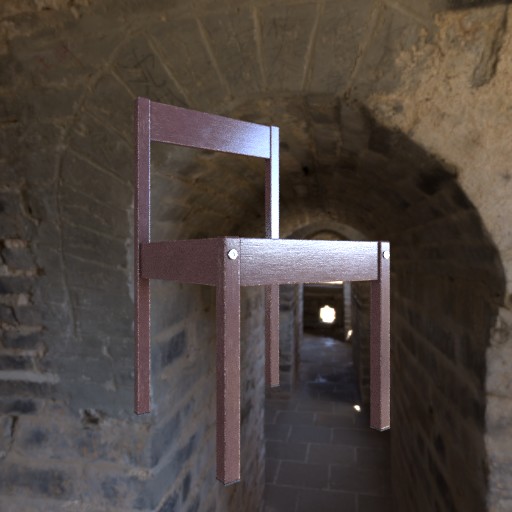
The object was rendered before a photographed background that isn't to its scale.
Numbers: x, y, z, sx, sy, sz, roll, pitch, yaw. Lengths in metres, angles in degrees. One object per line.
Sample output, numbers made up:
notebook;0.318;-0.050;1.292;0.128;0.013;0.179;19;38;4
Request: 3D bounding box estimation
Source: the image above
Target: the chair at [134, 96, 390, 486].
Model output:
chair;0.000;0.000;0.683;0.285;0.505;0.285;0;0;-35
